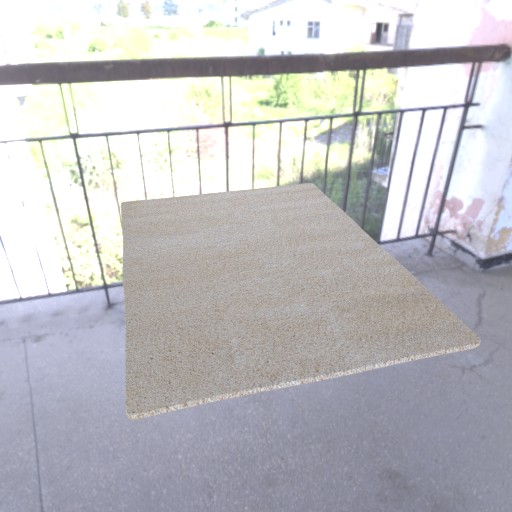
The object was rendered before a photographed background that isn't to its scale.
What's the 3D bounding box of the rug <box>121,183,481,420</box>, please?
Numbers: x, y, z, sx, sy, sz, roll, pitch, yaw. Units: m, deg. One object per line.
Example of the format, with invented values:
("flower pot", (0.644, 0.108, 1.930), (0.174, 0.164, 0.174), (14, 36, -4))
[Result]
("rug", (0.000, 0.000, 2.062), (1.199, 0.025, 1.600), (-8, 31, -13))
